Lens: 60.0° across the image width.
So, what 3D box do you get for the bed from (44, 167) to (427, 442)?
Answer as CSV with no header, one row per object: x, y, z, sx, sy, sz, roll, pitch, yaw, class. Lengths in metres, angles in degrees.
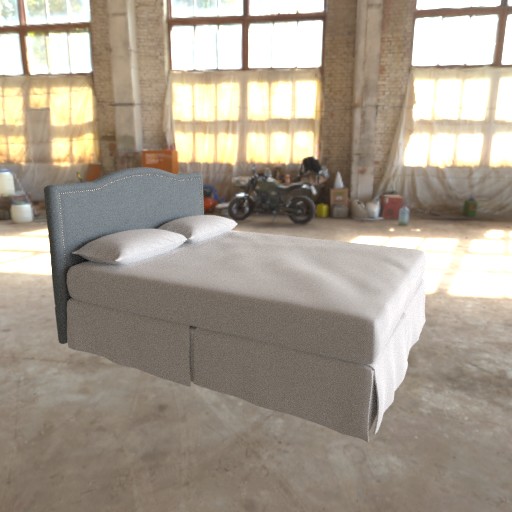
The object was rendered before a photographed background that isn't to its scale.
0.000,0.000,3.855,2.689,1.457,2.161,7,16,27,bed
